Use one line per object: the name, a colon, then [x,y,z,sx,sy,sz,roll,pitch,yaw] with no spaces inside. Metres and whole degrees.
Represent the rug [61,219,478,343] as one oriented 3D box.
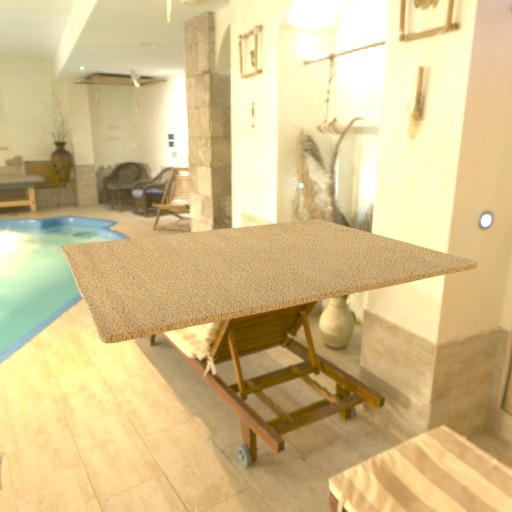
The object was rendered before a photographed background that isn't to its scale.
rug: [0.000,0.000,2.092,1.600,0.025,1.199,-8,17,-27]
